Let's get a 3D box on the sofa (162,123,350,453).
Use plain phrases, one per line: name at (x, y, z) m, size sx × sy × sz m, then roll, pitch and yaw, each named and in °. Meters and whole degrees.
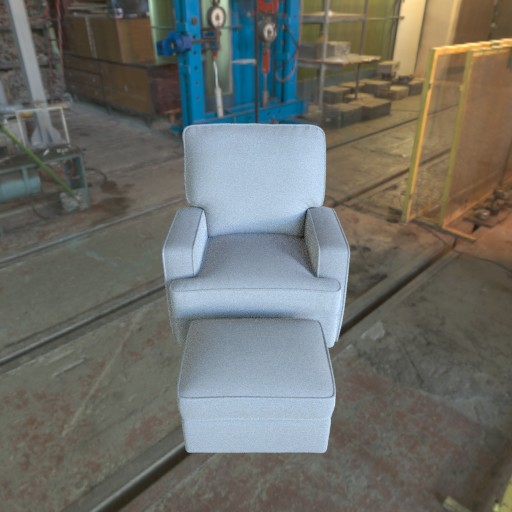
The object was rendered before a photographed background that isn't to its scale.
sofa at (0.000, 0.000, 2.067) m, size 0.861 × 0.959 × 1.472 m, roll 0°, pitch 30°, yaw 0°
